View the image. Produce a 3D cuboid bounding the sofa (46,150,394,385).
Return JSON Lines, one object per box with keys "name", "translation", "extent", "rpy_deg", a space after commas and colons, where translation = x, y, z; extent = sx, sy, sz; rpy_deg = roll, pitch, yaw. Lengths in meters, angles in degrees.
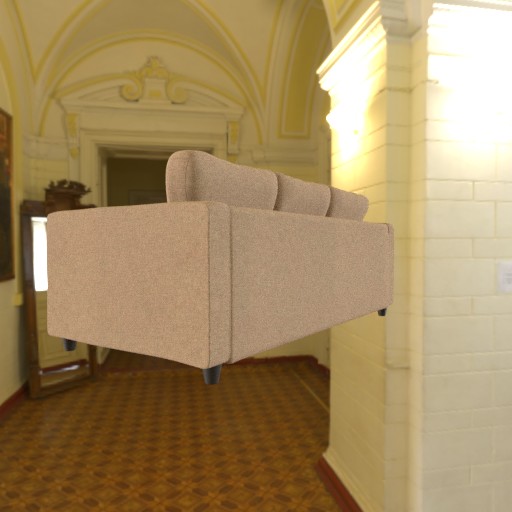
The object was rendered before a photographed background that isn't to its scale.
{"name": "sofa", "translation": [0.000, 0.000, 2.398], "extent": [0.930, 0.800, 1.855], "rpy_deg": [1, 2, 35]}
